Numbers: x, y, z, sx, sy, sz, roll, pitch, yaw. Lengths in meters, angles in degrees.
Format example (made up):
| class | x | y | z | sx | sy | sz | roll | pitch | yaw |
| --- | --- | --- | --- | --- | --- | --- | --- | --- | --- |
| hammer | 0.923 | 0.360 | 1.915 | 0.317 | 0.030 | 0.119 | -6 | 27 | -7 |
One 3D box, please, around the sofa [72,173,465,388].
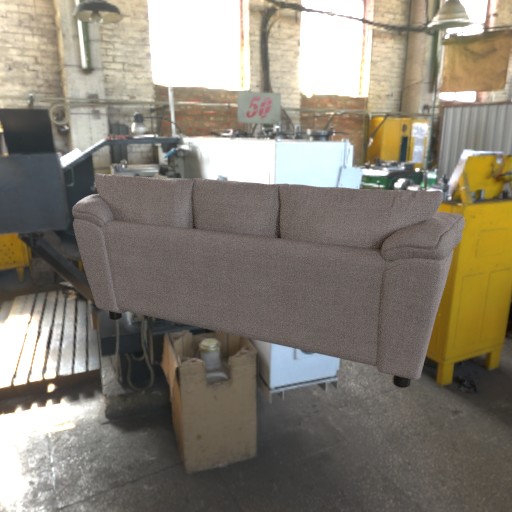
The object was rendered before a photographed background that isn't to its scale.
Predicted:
| class | x | y | z | sx | sy | sz | roll | pitch | yaw |
| --- | --- | --- | --- | --- | --- | --- | --- | --- | --- |
| sofa | 0.000 | 0.000 | 2.809 | 2.334 | 0.996 | 0.878 | 7 | 17 | 25 |
